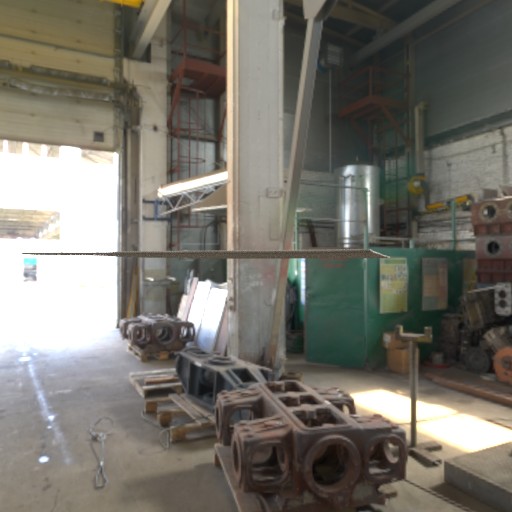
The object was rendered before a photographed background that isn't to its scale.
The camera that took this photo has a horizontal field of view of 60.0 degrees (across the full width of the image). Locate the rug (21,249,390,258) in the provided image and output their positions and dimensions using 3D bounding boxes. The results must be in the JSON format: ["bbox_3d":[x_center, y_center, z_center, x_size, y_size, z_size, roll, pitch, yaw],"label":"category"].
[{"bbox_3d":[0.000,0.000,4.372,2.436,0.026,3.381,0,-1,18],"label":"rug"}]
